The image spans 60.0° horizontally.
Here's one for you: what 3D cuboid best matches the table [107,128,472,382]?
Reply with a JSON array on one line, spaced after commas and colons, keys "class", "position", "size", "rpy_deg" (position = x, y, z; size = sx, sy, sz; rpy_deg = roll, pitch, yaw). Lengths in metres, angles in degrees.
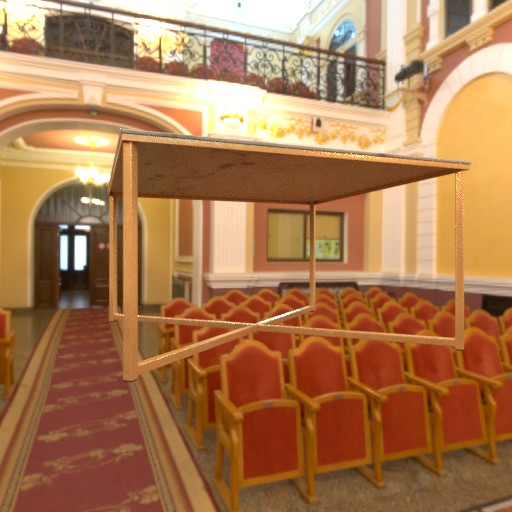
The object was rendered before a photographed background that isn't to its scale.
[{"class": "table", "position": [0.000, 0.000, 1.291], "size": [0.800, 0.450, 0.800], "rpy_deg": [0, 0, -20]}]
